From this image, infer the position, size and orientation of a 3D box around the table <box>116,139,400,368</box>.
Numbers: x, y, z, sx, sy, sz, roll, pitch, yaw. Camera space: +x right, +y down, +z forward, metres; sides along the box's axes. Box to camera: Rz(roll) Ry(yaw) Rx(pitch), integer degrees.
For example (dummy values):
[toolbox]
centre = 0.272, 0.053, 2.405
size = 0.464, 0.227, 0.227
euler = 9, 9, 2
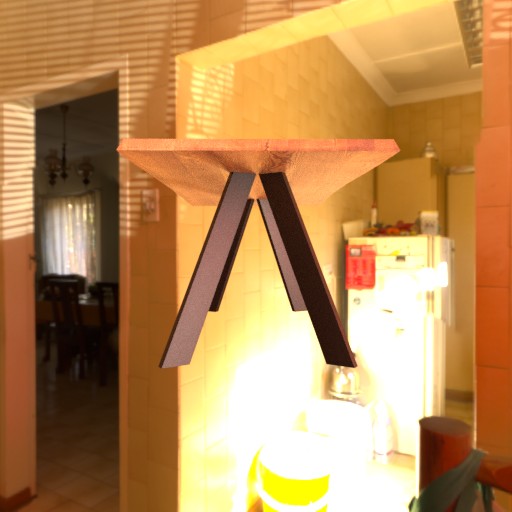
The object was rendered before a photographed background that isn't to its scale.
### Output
[table]
centre = 0.000, 0.000, 2.300
size = 0.900, 0.770, 1.800
euler = 0, 1, -1
